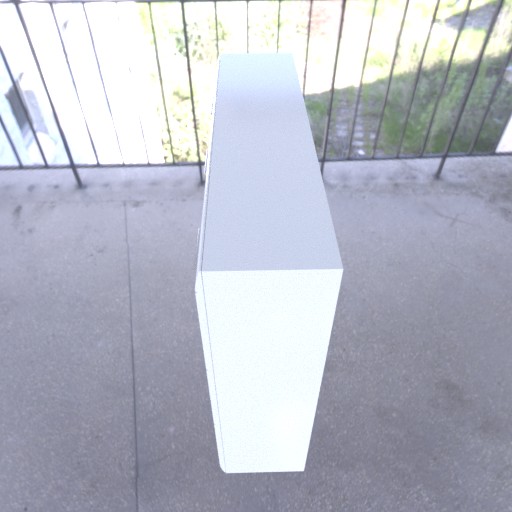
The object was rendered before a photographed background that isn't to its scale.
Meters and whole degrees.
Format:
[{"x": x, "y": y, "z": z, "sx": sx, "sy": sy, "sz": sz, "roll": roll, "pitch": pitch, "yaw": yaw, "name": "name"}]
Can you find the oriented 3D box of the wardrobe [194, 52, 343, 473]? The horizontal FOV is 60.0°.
[{"x": 0.000, "y": 0.000, "z": 1.893, "sx": 0.360, "sy": 1.200, "sz": 1.340, "roll": -1, "pitch": 44, "yaw": -1, "name": "wardrobe"}]
